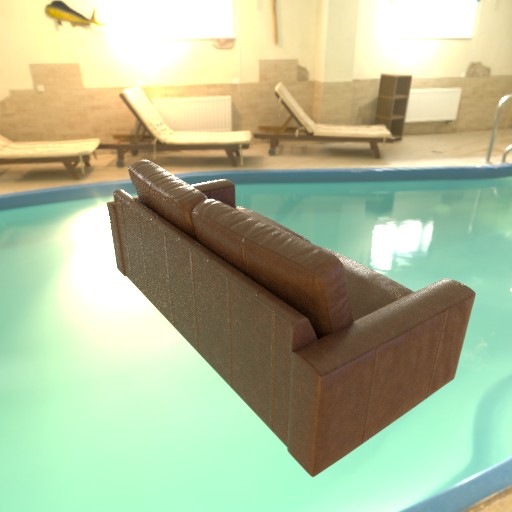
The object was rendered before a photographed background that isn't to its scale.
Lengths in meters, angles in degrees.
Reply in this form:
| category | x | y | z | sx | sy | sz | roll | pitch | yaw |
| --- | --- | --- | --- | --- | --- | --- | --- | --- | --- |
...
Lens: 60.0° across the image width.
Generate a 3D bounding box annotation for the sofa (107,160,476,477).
| category | x | y | z | sx | sy | sz | roll | pitch | yaw |
| --- | --- | --- | --- | --- | --- | --- | --- | --- | --- |
| sofa | 0.000 | 0.000 | 2.623 | 1.016 | 0.873 | 2.179 | -18 | 32 | -32 |
